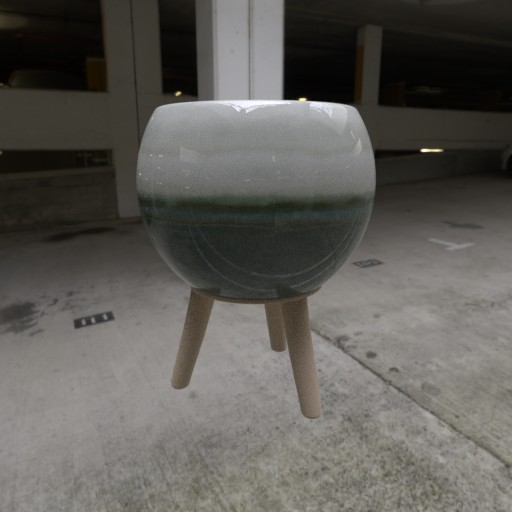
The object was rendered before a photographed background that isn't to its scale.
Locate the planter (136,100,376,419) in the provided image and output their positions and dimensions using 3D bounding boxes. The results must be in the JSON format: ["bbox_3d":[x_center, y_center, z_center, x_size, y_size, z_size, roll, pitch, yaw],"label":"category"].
[{"bbox_3d":[0.000,0.000,0.441,0.222,0.278,0.222,0,14,0],"label":"planter"}]
